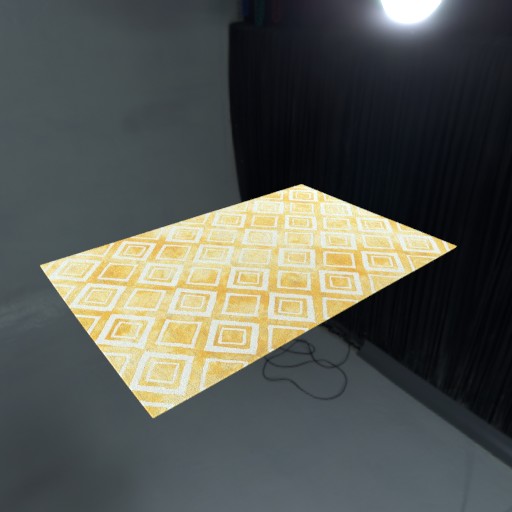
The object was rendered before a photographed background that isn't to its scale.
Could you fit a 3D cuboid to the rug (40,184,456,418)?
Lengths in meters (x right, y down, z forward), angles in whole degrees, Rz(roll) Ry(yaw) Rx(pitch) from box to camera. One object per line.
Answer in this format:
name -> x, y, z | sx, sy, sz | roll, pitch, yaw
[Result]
rug -> 0.000, 0.000, 2.315 | 1.829, 0.010, 1.213 | -22, 36, -33
